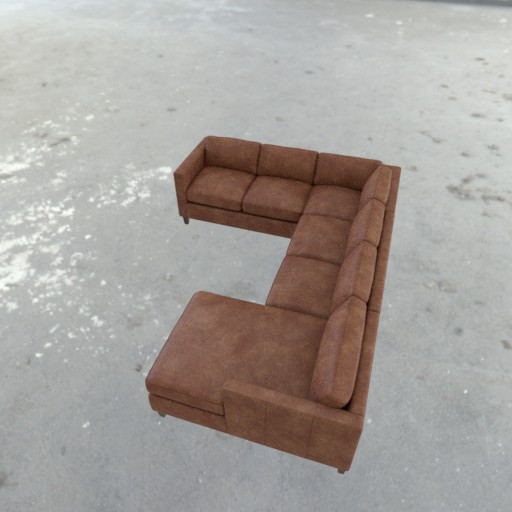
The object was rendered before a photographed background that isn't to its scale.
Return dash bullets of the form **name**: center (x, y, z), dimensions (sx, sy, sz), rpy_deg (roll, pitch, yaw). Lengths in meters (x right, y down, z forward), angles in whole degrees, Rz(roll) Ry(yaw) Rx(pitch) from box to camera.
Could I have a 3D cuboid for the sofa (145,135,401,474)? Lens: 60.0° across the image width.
- **sofa**: center (0.000, 0.000, 4.381), dimensions (2.452, 0.888, 3.324), rpy_deg (12, 43, 13)
